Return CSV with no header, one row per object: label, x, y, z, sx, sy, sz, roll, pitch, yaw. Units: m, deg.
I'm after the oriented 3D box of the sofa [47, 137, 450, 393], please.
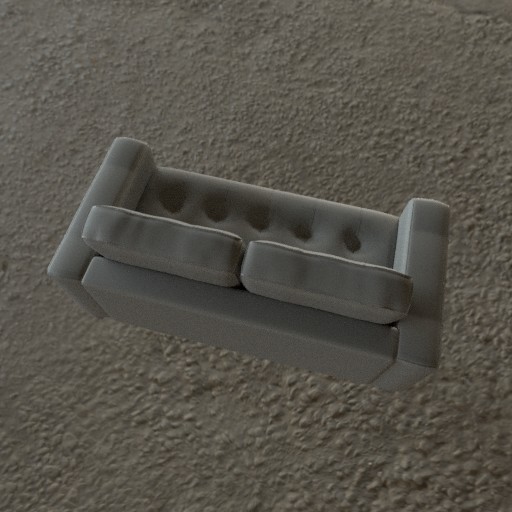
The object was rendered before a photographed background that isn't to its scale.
sofa,0.000,0.000,2.173,1.726,0.893,0.833,13,64,6
